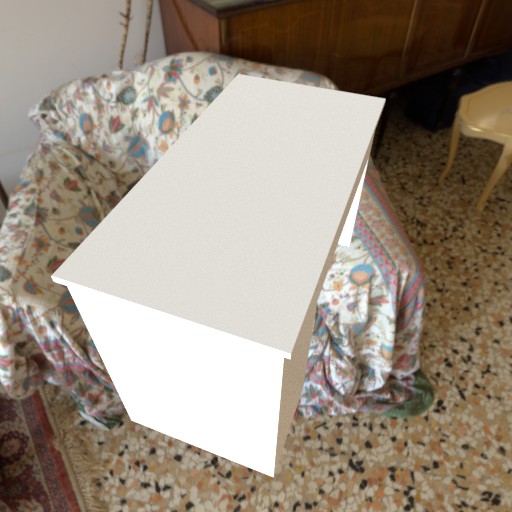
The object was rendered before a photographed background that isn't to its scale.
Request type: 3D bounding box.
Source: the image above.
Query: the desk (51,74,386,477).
[{"bbox_3d":[0.000,0.000,1.538,0.560,0.735,1.097,15,48,14],"label":"desk"}]
